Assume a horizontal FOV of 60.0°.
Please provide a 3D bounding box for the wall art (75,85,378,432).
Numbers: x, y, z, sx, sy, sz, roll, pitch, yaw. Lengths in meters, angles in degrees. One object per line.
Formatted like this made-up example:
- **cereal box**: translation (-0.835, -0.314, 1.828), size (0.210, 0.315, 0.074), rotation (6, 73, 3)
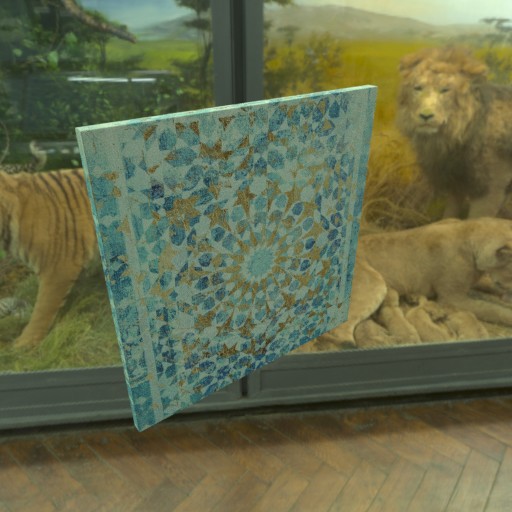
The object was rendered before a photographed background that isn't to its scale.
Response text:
- **wall art**: translation (0.000, 0.000, 1.378), size (0.916, 0.916, 0.040), rotation (-20, 36, -31)
